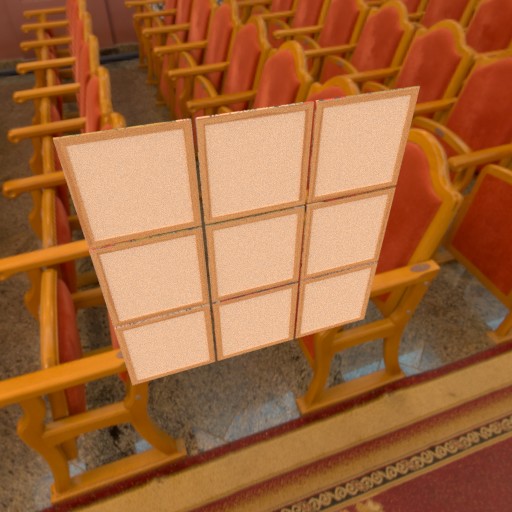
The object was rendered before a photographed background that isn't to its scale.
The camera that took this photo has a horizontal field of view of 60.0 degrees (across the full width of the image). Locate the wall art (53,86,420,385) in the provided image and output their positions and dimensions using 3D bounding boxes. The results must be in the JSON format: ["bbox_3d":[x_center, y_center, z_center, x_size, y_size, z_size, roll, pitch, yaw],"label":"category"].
[{"bbox_3d":[0.000,0.000,2.257,1.519,1.534,0.013,-13,43,-15],"label":"wall art"}]
